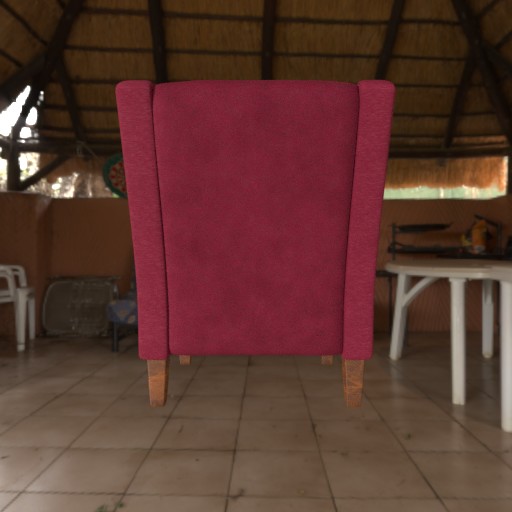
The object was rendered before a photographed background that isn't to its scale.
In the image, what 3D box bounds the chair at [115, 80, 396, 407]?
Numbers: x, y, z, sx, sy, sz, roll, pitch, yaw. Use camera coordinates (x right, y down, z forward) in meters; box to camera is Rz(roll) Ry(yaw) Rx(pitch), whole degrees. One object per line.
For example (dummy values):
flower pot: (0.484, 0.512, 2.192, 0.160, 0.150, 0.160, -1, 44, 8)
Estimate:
chair: (0.000, 0.000, 1.714, 0.793, 1.017, 0.985, 0, 0, 0)
